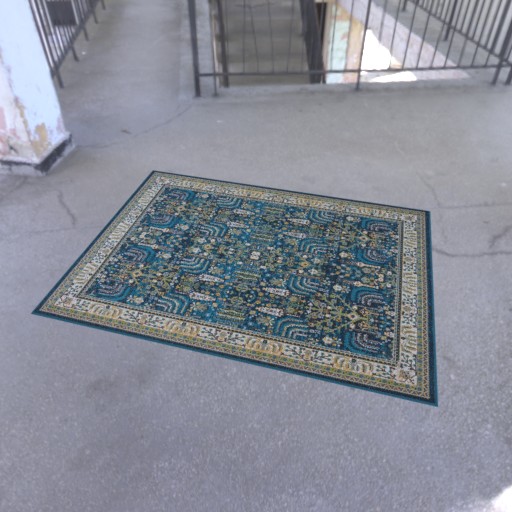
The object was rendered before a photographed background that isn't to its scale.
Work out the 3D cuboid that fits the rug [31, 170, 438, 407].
[{"bbox_3d":[0.000,0.000,3.965,3.044,0.015,2.226,10,43,11],"label":"rug"}]
